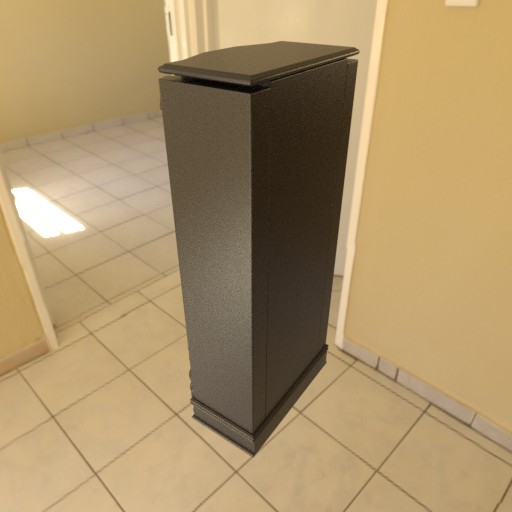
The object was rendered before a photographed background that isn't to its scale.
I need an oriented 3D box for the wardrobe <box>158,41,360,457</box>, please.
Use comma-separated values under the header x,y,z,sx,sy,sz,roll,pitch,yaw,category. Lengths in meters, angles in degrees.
x,y,z,sx,sy,sz,roll,pitch,yaw,category
0.000,0.000,1.203,0.295,1.011,0.444,21,38,29,wardrobe
